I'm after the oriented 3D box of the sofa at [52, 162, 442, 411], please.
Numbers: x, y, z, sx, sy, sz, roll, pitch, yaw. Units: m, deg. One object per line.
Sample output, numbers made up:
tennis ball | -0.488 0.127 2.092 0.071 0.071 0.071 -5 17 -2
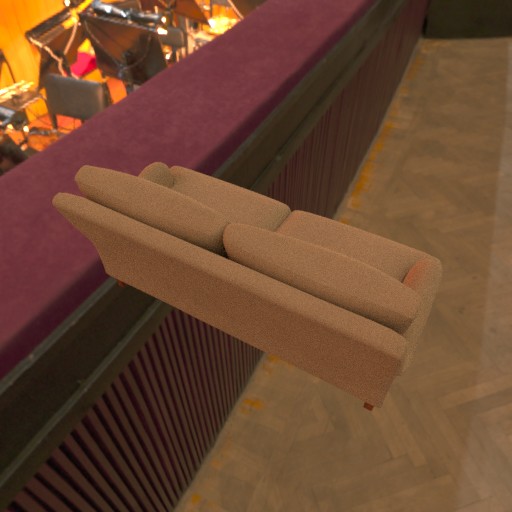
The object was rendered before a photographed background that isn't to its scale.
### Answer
sofa | 0.000 0.000 2.722 2.070 0.997 1.091 22 50 20
